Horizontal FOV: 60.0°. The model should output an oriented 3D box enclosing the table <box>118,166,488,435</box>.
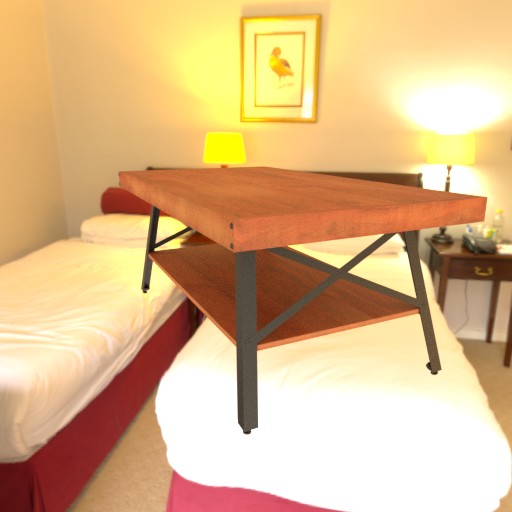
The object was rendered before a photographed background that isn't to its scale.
[{"bbox_3d":[0.000,0.000,1.364,0.610,0.457,1.067,-7,17,-25],"label":"table"}]
